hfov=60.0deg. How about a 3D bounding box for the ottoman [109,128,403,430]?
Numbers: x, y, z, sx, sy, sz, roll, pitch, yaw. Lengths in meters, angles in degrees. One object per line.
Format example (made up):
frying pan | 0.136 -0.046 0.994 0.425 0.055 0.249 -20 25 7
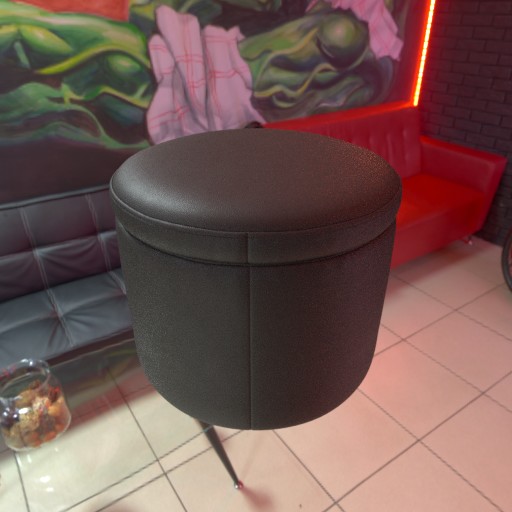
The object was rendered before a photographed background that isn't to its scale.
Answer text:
ottoman | 0.000 0.000 0.861 0.500 0.409 0.500 0 29 0
